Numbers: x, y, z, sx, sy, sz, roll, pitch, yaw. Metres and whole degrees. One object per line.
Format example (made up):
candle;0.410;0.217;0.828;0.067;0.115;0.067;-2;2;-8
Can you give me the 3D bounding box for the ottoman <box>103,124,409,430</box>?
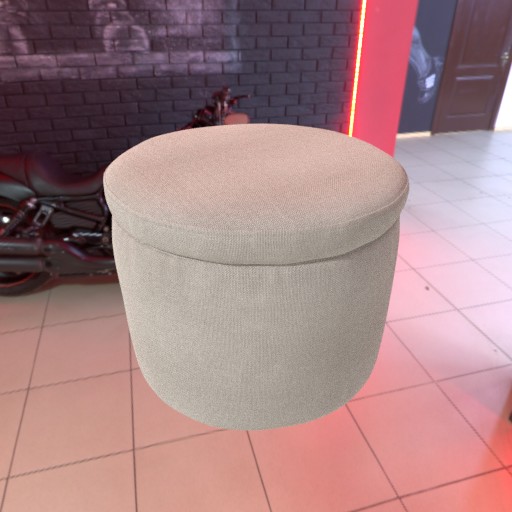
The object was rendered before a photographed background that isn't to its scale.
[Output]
ottoman;0.000;0.000;0.828;0.497;0.409;0.497;0;30;0
